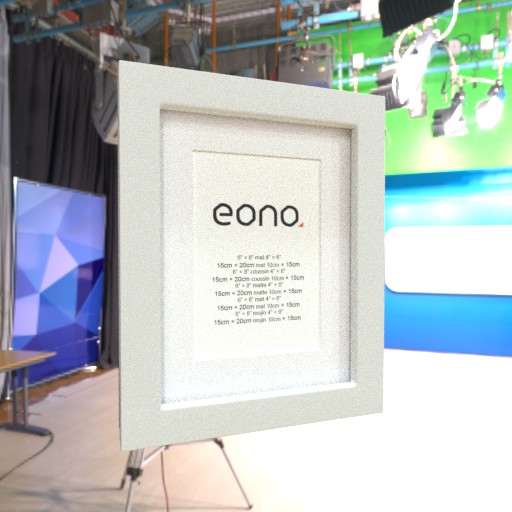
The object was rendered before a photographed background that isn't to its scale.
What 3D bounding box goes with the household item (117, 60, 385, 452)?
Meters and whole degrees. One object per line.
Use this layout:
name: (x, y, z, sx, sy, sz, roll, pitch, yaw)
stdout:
household item: (0.000, 0.000, 0.337, 0.200, 0.250, 0.045, 0, 1, -20)
